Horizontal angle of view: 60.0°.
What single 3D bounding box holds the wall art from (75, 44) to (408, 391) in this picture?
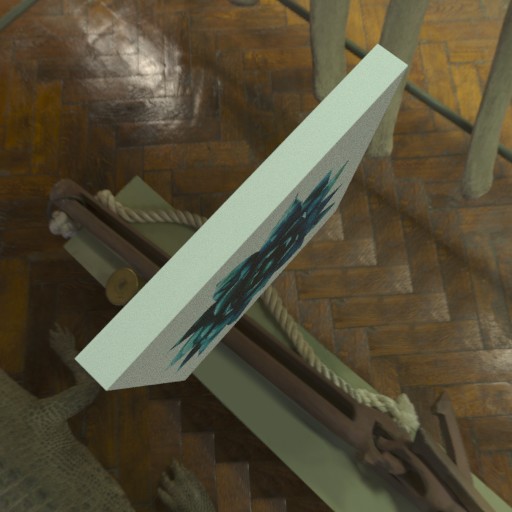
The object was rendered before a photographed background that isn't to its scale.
[{"bbox_3d":[0.000,0.000,0.594,0.038,0.406,0.406,41,79,10],"label":"wall art"}]
